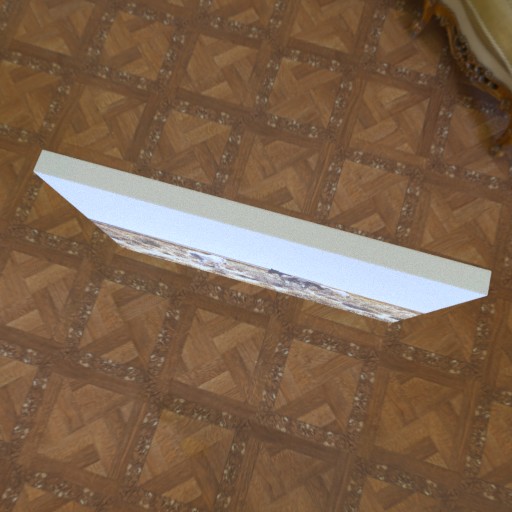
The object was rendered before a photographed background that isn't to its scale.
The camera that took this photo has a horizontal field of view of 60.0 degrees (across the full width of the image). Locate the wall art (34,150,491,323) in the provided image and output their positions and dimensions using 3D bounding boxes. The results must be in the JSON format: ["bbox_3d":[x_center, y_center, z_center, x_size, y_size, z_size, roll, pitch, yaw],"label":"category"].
[{"bbox_3d":[0.000,0.000,1.160,0.914,0.610,0.050,16,77,4],"label":"wall art"}]
